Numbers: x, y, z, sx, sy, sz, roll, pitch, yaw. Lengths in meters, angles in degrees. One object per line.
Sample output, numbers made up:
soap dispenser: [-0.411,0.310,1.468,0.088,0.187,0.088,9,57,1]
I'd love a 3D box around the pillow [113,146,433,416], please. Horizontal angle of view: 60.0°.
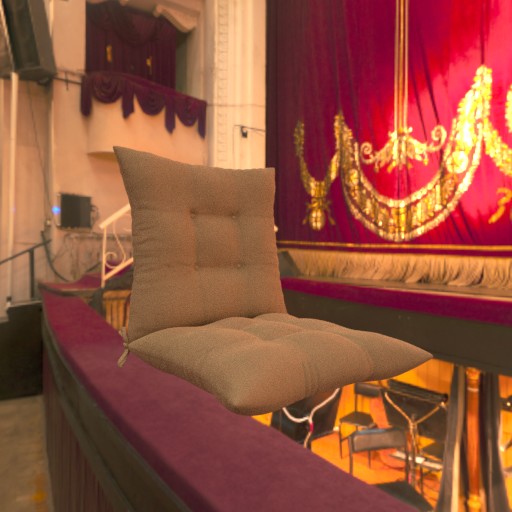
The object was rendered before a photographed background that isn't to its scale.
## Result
pillow: [0.000,0.000,1.020,0.541,0.536,0.585,0,1,-36]
